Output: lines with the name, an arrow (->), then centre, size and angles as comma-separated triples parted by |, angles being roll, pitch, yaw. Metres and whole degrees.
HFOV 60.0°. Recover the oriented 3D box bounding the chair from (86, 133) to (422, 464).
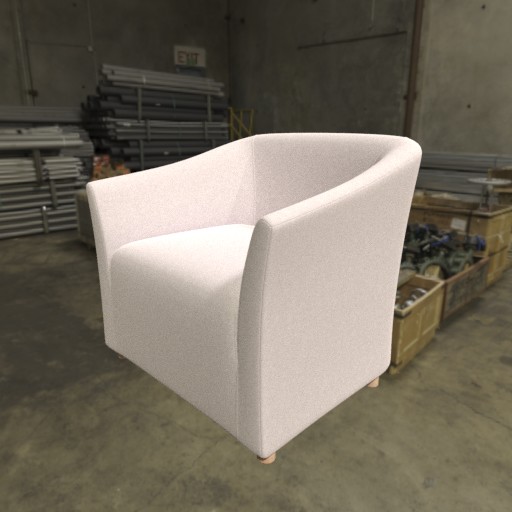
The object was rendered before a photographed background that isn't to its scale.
chair -> 0.000, 0.000, 1.355 | 0.700, 0.720, 0.790 | -15, 22, -42
